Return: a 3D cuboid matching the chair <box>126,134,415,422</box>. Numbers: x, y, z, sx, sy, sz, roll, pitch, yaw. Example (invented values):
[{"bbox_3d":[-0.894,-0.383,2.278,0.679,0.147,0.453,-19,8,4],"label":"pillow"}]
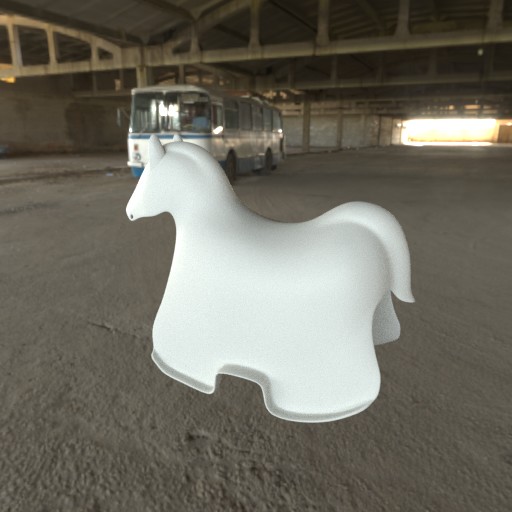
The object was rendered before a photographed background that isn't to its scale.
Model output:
[{"bbox_3d":[0.000,0.000,1.155,0.800,0.612,0.429,7,17,24],"label":"chair"}]
